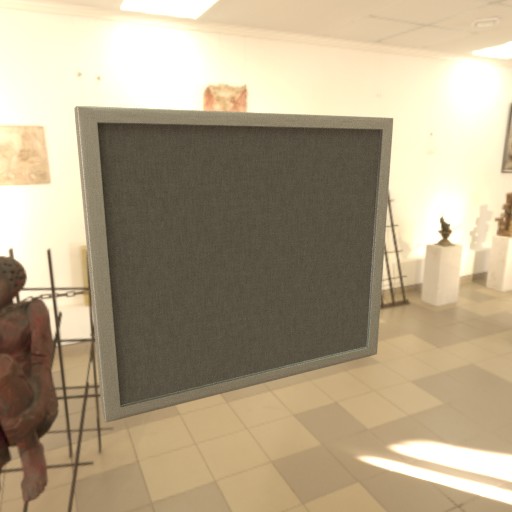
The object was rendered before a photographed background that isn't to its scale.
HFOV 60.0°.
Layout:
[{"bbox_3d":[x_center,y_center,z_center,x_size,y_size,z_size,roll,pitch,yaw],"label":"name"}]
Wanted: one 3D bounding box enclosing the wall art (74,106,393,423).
[{"bbox_3d":[0.000,0.000,0.539,0.380,0.330,0.028,-7,15,-25],"label":"wall art"}]
